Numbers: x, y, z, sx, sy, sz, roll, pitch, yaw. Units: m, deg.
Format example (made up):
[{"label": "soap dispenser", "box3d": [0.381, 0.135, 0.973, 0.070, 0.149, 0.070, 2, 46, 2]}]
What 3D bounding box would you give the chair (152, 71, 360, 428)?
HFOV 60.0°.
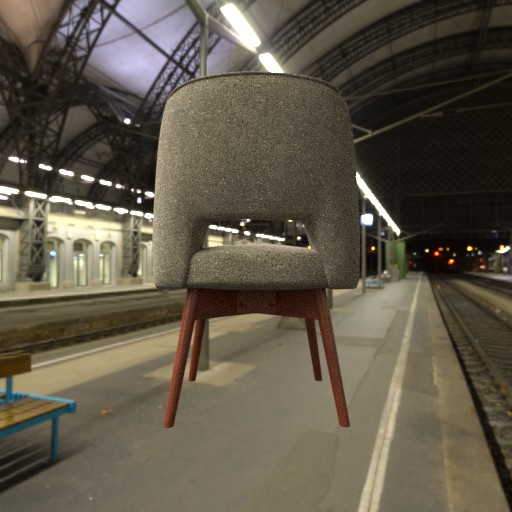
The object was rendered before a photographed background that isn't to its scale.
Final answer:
[{"label": "chair", "box3d": [0.000, 0.000, 1.358, 0.608, 0.875, 0.629, 0, -1, -1]}]
